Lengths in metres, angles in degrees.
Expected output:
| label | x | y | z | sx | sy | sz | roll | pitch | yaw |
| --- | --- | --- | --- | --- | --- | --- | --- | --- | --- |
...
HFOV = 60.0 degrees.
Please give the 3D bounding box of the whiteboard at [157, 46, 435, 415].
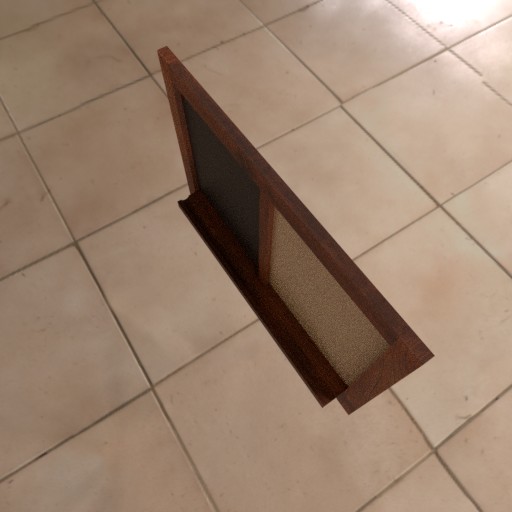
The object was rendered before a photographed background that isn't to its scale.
| label | x | y | z | sx | sy | sz | roll | pitch | yaw |
| --- | --- | --- | --- | --- | --- | --- | --- | --- | --- |
| whiteboard | 0.000 | 0.000 | 0.999 | 0.083 | 0.553 | 0.768 | -31 | 68 | -15 |
